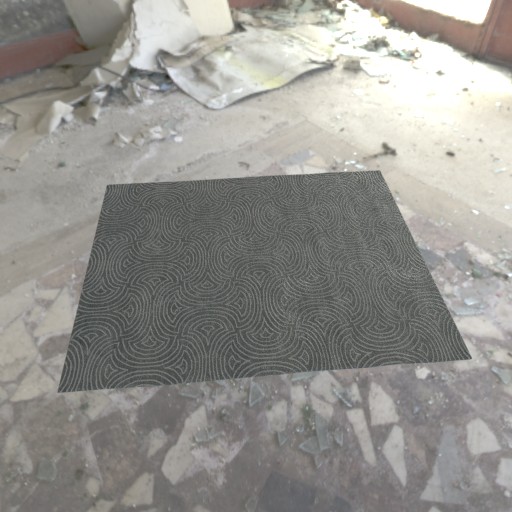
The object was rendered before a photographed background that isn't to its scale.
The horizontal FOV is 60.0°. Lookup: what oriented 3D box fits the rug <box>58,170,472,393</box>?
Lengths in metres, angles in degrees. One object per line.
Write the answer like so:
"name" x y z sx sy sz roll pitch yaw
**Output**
"rug" 0.000 0.000 4.080 3.042 0.021 2.456 -4 46 -4
